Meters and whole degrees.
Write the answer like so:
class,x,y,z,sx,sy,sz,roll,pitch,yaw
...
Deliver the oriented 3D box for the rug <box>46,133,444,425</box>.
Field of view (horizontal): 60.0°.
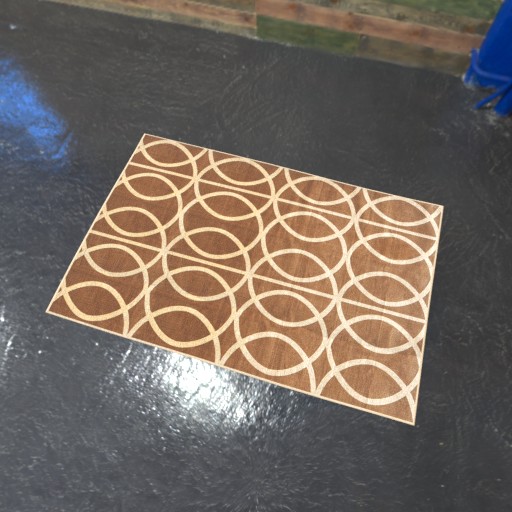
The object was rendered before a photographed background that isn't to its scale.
class,x,y,z,sx,sy,sz,roll,pitch,yaw
rug,0.000,0.000,2.933,2.294,0.014,1.528,15,64,8
